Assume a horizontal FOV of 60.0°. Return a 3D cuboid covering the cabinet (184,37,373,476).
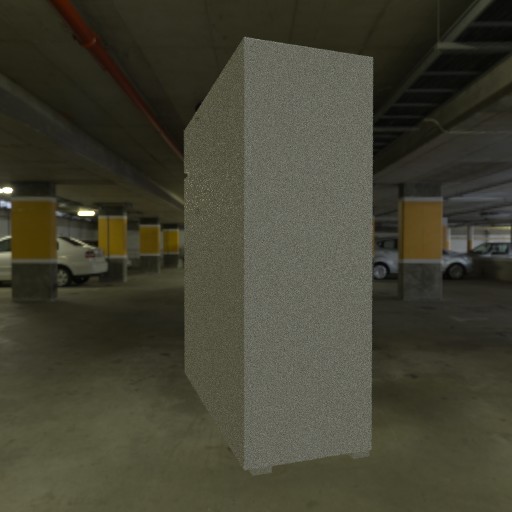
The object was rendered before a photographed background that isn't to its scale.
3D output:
[{"bbox_3d":[0.000,0.000,1.734,0.400,1.190,1.000,0,1,-18],"label":"cabinet"}]
